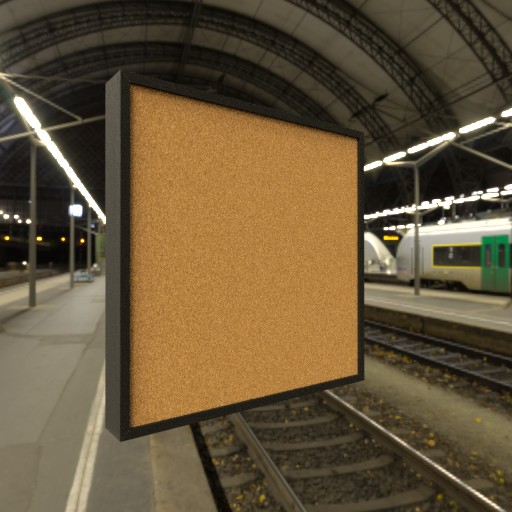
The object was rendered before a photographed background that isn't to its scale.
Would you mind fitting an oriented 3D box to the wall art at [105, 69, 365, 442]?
[{"bbox_3d":[0.000,0.000,0.469,0.305,0.305,0.037,0,0,-37],"label":"wall art"}]
